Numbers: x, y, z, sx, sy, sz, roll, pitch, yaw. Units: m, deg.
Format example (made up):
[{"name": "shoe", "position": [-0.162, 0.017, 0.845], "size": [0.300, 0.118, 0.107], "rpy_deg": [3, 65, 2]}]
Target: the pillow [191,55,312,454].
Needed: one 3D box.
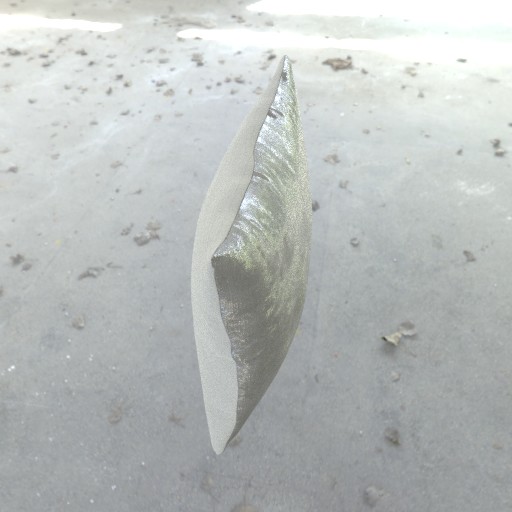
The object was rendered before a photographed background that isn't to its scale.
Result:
[{"name": "pillow", "position": [0.000, 0.000, 0.710], "size": [0.175, 0.464, 0.470], "rpy_deg": [8, 46, 8]}]
